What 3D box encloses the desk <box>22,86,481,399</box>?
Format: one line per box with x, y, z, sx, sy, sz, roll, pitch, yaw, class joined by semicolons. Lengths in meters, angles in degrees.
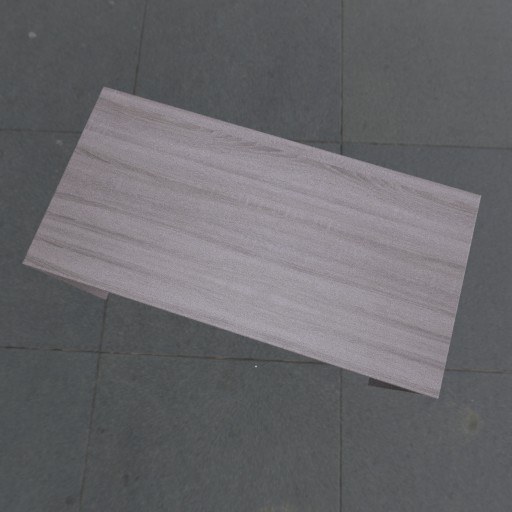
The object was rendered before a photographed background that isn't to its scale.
0.000;0.000;1.833;1.380;0.745;0.690;17;77;4;desk
